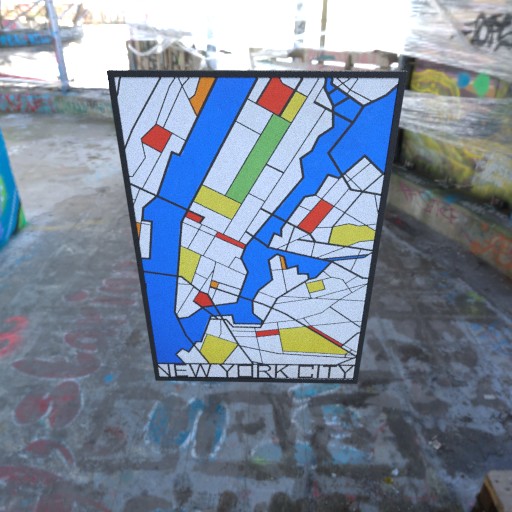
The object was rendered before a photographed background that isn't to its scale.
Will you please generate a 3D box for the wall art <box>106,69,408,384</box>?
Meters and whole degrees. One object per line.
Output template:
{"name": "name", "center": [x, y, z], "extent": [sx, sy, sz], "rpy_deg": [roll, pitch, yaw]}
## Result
{"name": "wall art", "center": [0.000, 0.000, 0.848], "extent": [0.460, 0.660, 0.013], "rpy_deg": [1, 30, 1]}
